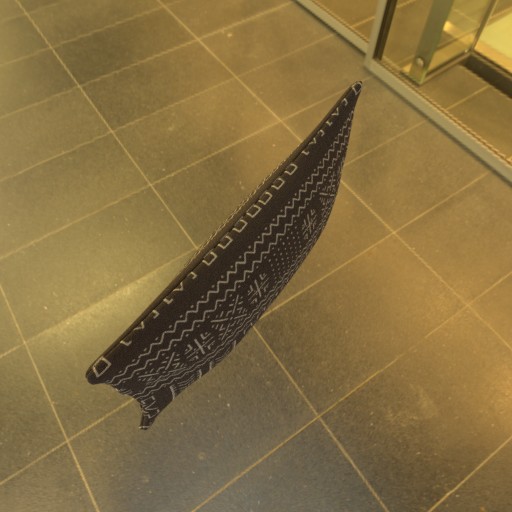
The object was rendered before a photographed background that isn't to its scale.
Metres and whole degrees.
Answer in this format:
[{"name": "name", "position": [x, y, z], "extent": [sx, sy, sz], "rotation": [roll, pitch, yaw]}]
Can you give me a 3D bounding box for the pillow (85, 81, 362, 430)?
[{"name": "pillow", "position": [0.000, 0.000, 0.785], "extent": [0.135, 0.322, 0.667], "rotation": [32, 64, 18]}]
